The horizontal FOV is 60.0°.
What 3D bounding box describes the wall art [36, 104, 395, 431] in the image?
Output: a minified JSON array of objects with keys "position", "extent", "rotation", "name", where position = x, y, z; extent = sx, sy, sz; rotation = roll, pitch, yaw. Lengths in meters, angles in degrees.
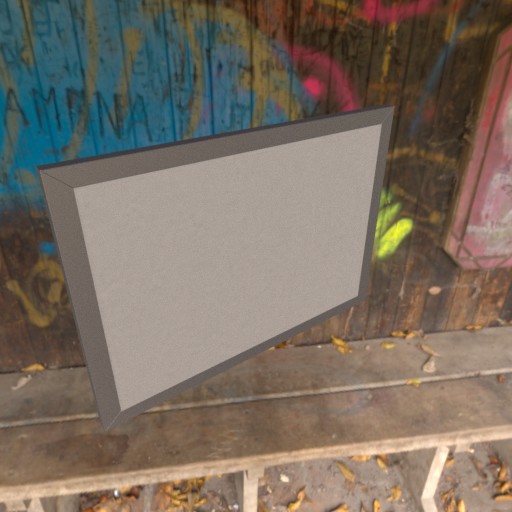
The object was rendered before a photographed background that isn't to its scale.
[{"position":[0.000,0.000,0.540],"extent":[0.432,0.306,0.016],"rotation":[-20,35,-31],"name":"wall art"}]
